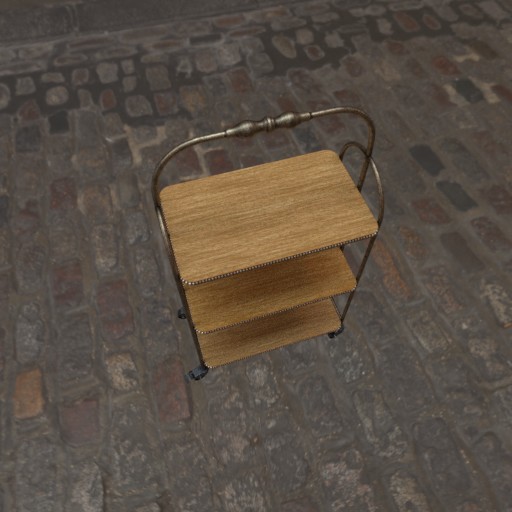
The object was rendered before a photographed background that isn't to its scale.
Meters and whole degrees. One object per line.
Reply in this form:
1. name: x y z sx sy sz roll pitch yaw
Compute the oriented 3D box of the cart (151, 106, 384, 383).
1. cart: 0.000 0.000 1.377 0.650 1.052 0.330 -15 58 -10
